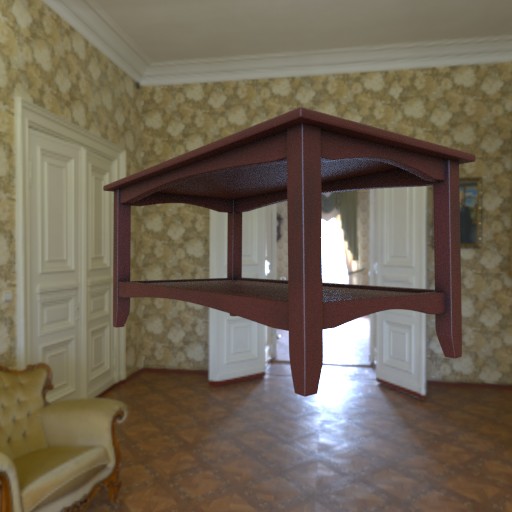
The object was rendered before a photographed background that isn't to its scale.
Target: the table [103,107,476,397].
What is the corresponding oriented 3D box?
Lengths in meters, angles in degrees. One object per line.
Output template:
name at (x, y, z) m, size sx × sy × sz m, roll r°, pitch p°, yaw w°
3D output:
table at (0.000, 0.000, 1.215) m, size 0.533 × 0.456 × 0.943 m, roll 0°, pitch 0°, yaw -37°
